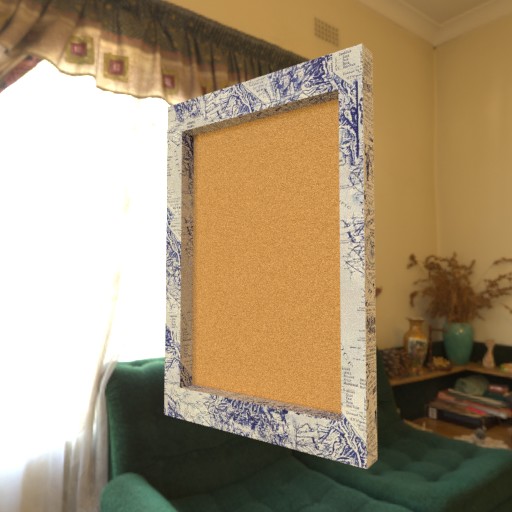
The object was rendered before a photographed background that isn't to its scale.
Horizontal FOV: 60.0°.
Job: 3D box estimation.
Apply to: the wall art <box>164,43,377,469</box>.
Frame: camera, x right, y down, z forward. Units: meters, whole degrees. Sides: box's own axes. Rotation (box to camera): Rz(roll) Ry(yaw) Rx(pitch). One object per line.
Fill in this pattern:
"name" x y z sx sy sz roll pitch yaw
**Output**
"wall art" 0.000 0.000 0.760 0.408 0.601 0.040 -2 -3 36
